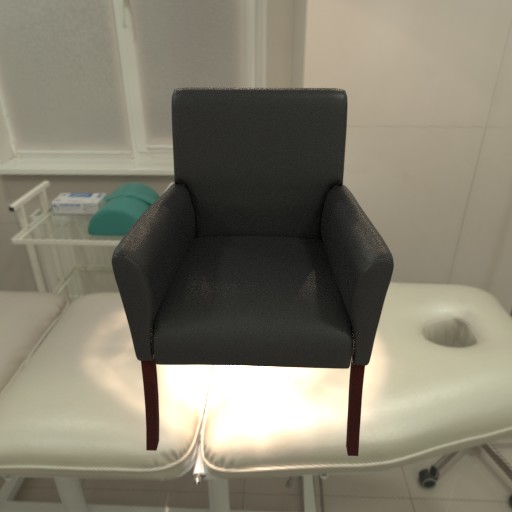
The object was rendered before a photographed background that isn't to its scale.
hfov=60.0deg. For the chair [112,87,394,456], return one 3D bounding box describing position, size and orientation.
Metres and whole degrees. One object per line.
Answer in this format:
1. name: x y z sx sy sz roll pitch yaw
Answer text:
1. chair: 0.000 0.000 1.466 0.683 0.951 0.772 1 28 2
